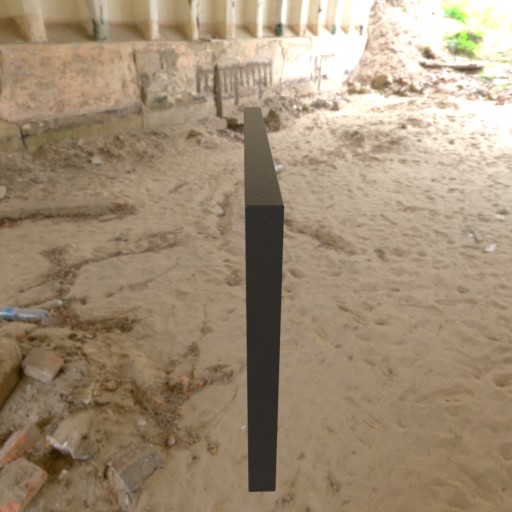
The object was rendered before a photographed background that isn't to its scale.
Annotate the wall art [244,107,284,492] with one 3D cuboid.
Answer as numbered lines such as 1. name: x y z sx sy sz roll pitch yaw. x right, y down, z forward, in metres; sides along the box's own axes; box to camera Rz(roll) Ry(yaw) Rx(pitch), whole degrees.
1. wall art: 0.000 0.000 1.208 0.058 0.640 0.939 -1 27 -1
